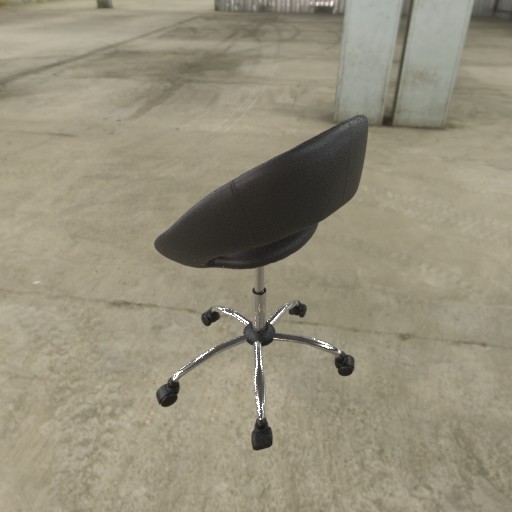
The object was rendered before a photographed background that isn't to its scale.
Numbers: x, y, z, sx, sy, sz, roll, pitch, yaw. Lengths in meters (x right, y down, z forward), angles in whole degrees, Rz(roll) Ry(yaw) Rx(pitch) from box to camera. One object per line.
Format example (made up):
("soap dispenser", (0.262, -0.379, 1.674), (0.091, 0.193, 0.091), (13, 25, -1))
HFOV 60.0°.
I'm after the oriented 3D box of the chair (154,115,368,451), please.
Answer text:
("chair", (0.000, 0.000, 1.186), (0.538, 0.791, 0.612), (22, 38, 31))
